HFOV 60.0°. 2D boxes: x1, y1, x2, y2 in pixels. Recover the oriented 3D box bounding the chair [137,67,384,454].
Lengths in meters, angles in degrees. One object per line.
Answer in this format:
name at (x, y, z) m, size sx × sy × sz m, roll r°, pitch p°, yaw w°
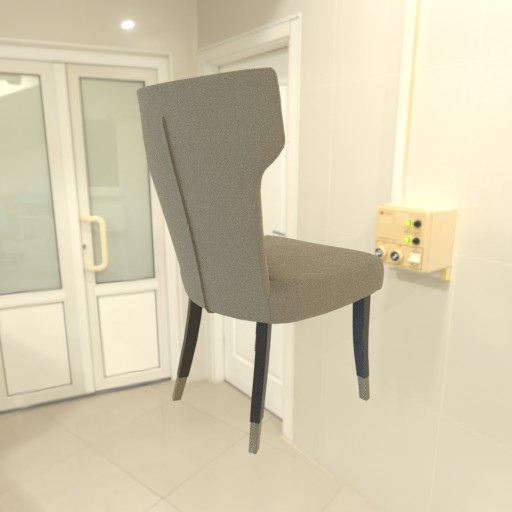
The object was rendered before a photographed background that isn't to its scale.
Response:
chair at (0.000, 0.000, 1.329) m, size 0.630 × 0.955 × 0.526 m, roll -13°, pitch 18°, yaw -43°
